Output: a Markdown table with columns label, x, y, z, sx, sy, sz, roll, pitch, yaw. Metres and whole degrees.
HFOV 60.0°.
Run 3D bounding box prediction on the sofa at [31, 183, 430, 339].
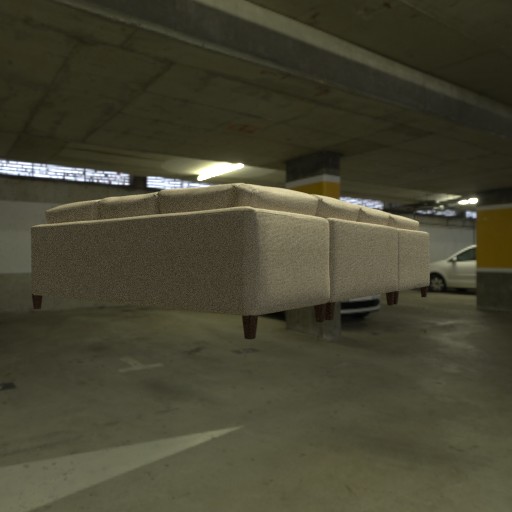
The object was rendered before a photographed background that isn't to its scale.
| label | x | y | z | sx | sy | sz | roll | pitch | yaw |
| --- | --- | --- | --- | --- | --- | --- | --- | --- | --- |
| sofa | 0.000 | 0.000 | 4.606 | 2.593 | 0.959 | 3.460 | 0 | 0 | 37 |
